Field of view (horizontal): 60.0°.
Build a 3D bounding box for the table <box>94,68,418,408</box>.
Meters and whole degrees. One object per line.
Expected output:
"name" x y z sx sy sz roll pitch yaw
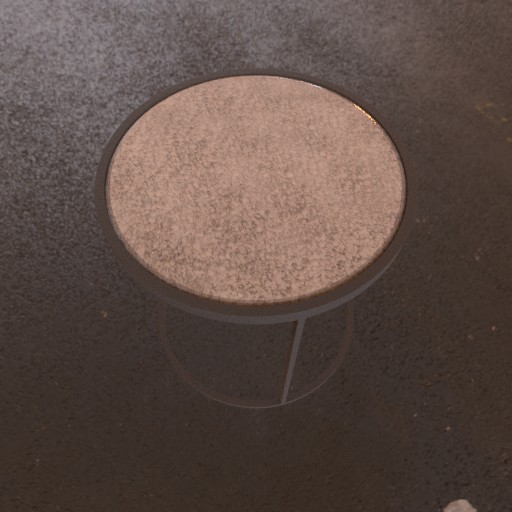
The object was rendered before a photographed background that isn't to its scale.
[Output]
"table" 0.000 0.000 0.867 0.470 0.498 0.470 0 59 0
